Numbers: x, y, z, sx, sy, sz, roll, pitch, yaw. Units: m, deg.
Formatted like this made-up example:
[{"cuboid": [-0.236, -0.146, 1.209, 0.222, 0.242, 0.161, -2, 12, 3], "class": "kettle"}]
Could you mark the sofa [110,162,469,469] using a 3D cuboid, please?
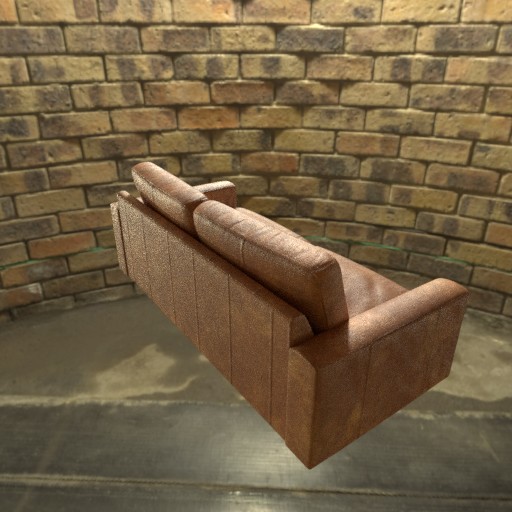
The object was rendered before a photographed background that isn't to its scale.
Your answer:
[{"cuboid": [0.000, 0.000, 2.684, 1.016, 0.873, 2.179, -18, 31, -31], "class": "sofa"}]
